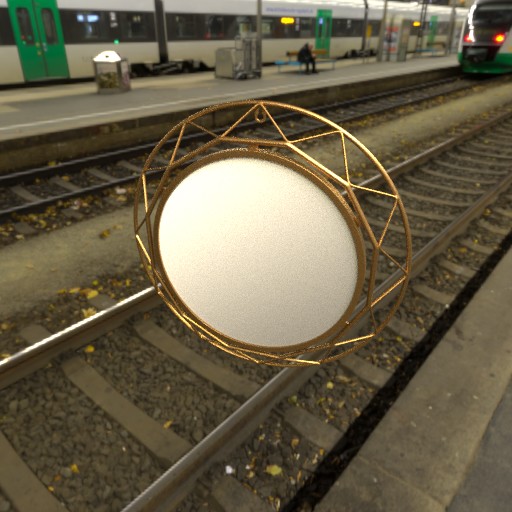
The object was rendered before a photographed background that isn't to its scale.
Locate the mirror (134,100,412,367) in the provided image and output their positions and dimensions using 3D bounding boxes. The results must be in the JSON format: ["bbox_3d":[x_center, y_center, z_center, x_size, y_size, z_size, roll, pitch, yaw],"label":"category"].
[{"bbox_3d":[0.000,0.000,0.685,0.454,0.454,0.043,9,28,17],"label":"mirror"}]
